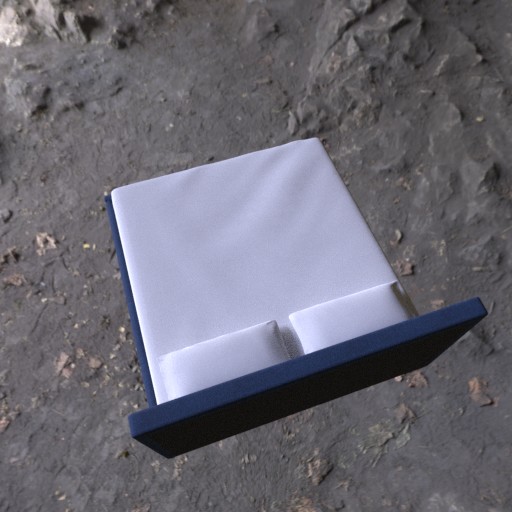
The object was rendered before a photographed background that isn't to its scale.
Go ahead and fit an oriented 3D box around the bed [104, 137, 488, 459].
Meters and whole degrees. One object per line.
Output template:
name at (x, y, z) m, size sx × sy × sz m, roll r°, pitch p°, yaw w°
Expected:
bed at (0.000, 0.000, 3.407) m, size 2.096 × 1.231 × 2.232 m, roll -16°, pitch 61°, yaw -9°
